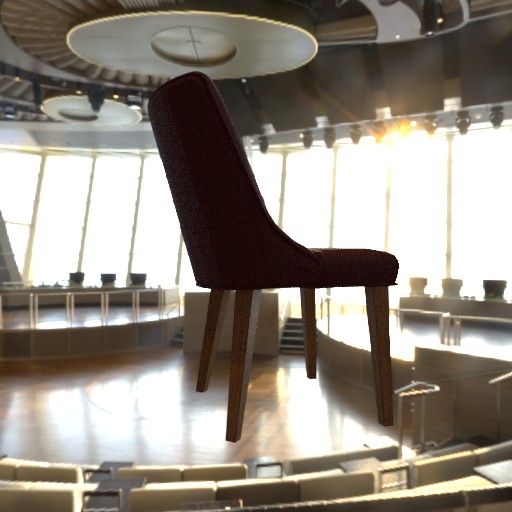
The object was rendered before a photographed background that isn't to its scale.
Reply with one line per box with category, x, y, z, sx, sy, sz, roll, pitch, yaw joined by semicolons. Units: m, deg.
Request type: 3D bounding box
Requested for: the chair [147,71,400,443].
chair;0.000;0.000;1.343;0.638;0.916;0.548;0;0;-18
